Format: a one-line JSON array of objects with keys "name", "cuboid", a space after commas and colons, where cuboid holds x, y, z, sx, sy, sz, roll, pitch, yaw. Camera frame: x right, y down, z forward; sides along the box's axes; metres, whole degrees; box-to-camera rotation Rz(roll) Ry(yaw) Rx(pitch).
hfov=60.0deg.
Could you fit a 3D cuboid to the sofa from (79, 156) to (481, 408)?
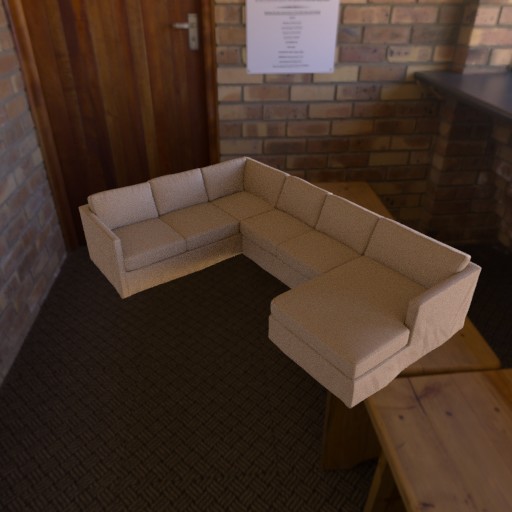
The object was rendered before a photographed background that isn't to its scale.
[{"name": "sofa", "cuboid": [0.000, 0.000, 4.564, 2.427, 0.882, 3.460, -22, 37, -31]}]
